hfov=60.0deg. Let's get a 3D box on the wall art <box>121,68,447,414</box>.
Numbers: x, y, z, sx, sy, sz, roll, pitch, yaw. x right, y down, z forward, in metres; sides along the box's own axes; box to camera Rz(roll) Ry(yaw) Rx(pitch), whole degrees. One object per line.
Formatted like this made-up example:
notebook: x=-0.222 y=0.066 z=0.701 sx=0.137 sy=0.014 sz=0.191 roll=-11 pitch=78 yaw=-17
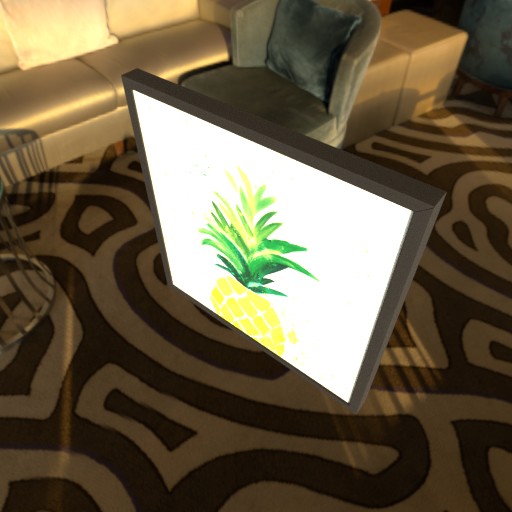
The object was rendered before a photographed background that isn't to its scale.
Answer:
wall art: x=0.000 y=0.000 z=0.769 sx=0.508 sy=0.507 sz=0.033 roll=30 pitch=53 yaw=25
